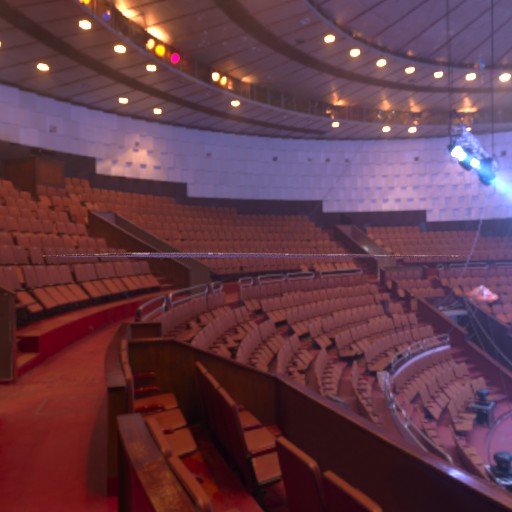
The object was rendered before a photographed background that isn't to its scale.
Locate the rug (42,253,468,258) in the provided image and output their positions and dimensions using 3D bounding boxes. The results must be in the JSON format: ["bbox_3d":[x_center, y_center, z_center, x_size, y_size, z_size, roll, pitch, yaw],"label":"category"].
[{"bbox_3d":[0.000,0.000,4.349,3.419,0.020,2.441,0,-1,-36],"label":"rug"}]
